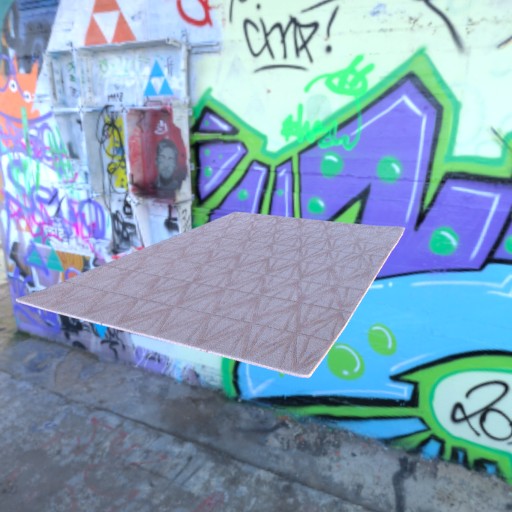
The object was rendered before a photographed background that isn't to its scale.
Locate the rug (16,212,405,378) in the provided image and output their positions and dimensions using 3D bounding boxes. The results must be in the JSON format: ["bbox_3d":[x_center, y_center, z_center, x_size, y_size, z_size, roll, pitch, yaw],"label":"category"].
[{"bbox_3d":[0.000,0.000,2.270,1.230,0.025,1.837,8,20,24],"label":"rug"}]
